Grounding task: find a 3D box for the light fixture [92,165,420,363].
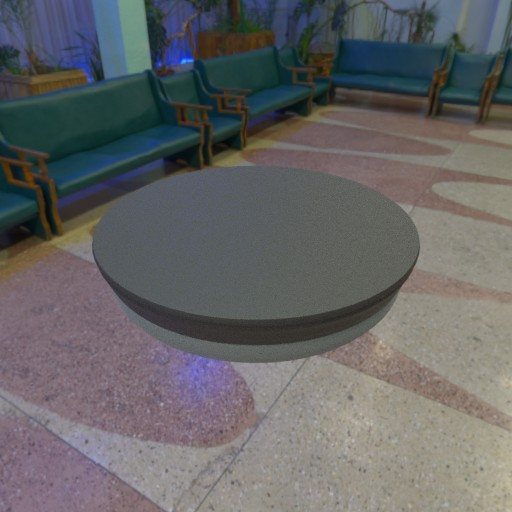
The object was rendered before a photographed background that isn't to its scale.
[{"bbox_3d":[0.000,0.000,0.545,0.368,0.100,0.368,0,31,0],"label":"light fixture"}]
